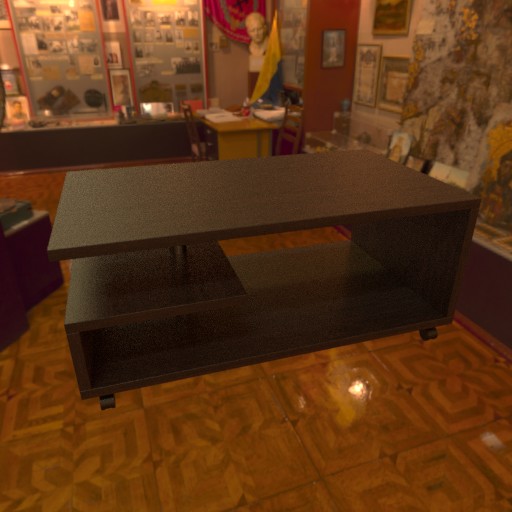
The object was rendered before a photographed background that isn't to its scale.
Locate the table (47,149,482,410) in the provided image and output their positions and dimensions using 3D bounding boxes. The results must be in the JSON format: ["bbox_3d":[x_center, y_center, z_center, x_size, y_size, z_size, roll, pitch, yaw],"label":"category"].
[{"bbox_3d":[0.000,0.000,1.369,1.050,0.460,0.590,-8,27,-15],"label":"table"}]
